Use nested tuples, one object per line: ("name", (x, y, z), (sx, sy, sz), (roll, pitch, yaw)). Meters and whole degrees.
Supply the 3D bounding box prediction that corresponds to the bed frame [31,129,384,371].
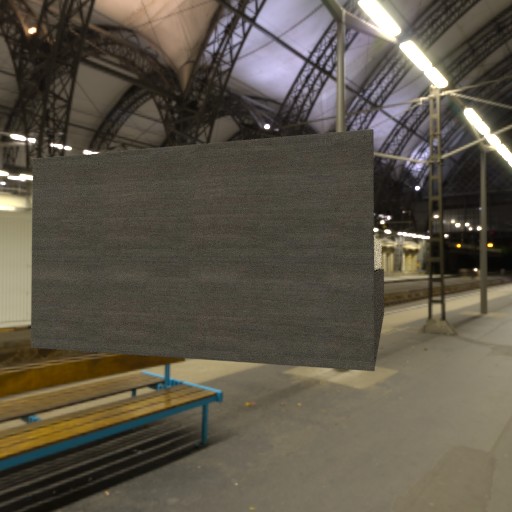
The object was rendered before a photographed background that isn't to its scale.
("bed frame", (0.000, 0.000, 2.576), (1.400, 0.800, 1.900), (0, -1, 17))
